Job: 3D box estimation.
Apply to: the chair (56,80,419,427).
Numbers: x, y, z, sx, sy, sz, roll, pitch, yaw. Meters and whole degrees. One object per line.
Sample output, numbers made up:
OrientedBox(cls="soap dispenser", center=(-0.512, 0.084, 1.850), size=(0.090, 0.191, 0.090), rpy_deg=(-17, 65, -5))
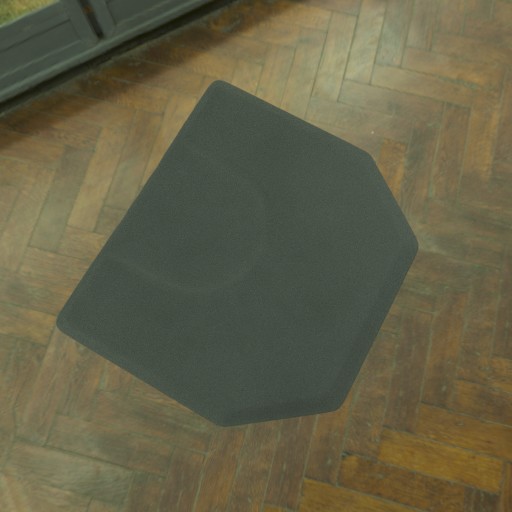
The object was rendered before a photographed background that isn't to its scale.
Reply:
OrientedBox(cls="chair", center=(0.000, 0.000, 1.936), size=(1.219, 0.024, 1.372), rpy_deg=(29, 78, 6))
